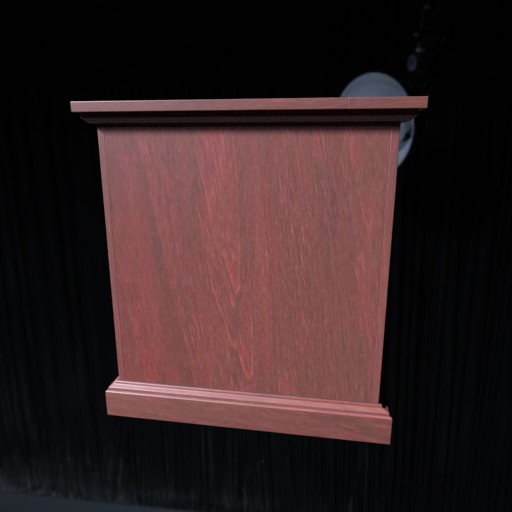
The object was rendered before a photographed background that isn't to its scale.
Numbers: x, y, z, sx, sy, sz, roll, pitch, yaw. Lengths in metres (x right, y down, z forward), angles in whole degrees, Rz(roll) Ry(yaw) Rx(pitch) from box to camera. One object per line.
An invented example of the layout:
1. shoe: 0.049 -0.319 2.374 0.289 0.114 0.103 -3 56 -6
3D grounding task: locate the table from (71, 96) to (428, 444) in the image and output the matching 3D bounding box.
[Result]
1. table: 0.000 0.000 0.958 0.584 0.612 0.356 2 15 9
